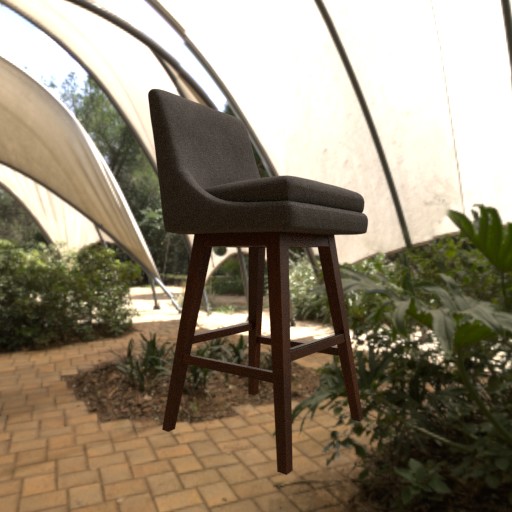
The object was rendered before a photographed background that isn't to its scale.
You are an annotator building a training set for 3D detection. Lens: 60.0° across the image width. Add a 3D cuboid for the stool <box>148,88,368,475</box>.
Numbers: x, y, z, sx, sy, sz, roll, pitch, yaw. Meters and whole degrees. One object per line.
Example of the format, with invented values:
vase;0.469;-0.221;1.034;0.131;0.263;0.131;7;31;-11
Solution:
stool;0.000;0.000;1.419;0.572;1.068;0.489;0;1;37
